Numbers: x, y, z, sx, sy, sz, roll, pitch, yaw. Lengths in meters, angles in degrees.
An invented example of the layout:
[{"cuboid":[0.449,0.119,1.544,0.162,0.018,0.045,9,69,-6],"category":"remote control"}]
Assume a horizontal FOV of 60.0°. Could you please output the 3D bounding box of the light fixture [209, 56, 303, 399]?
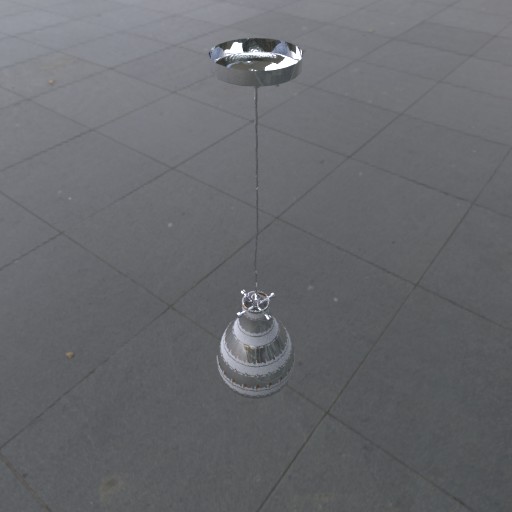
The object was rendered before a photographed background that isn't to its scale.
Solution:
[{"cuboid":[0.000,0.000,1.662,0.374,1.457,0.374,-27,49,-26],"category":"light fixture"}]
